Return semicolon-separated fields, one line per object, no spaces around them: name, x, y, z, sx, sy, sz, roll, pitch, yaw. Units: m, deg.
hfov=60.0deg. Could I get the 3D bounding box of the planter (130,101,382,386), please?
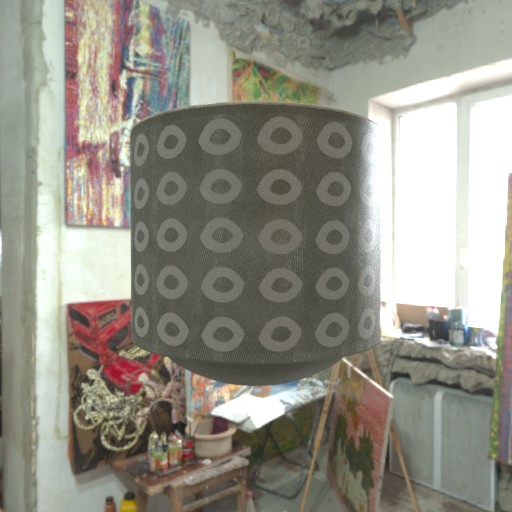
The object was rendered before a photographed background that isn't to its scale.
planter;0.000;0.000;0.460;0.250;0.239;0.250;0;1;0
